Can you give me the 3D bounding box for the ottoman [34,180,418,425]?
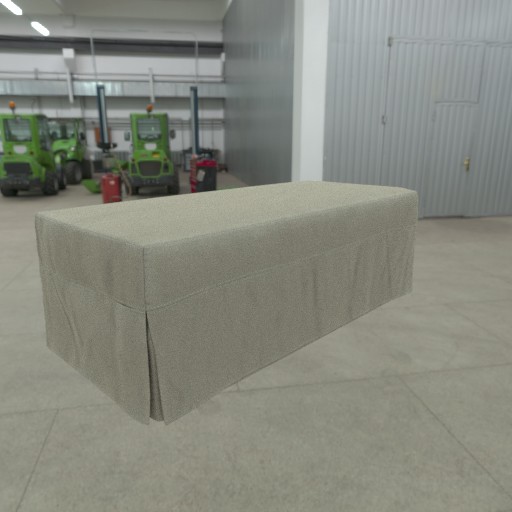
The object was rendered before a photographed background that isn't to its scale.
[{"bbox_3d":[0.000,0.000,1.664,0.665,0.457,1.388,15,21,42],"label":"ottoman"}]
